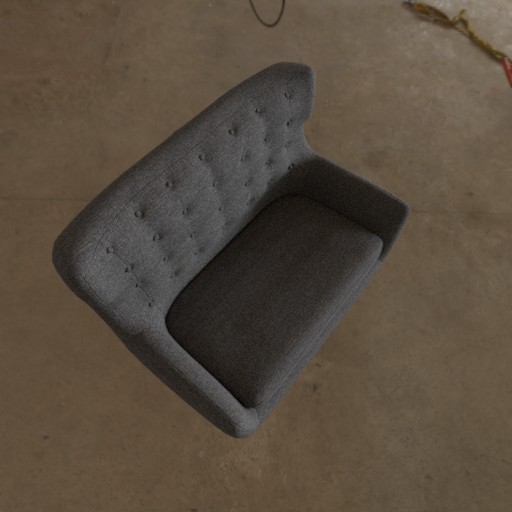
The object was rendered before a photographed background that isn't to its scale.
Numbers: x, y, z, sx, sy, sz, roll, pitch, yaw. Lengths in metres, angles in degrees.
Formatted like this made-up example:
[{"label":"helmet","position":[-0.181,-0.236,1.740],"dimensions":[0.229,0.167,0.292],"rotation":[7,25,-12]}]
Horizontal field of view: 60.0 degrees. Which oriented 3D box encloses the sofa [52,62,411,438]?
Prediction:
[{"label":"sofa","position":[0.000,0.000,2.010],"dimensions":[0.874,1.028,1.358],"rotation":[34,64,19]}]
